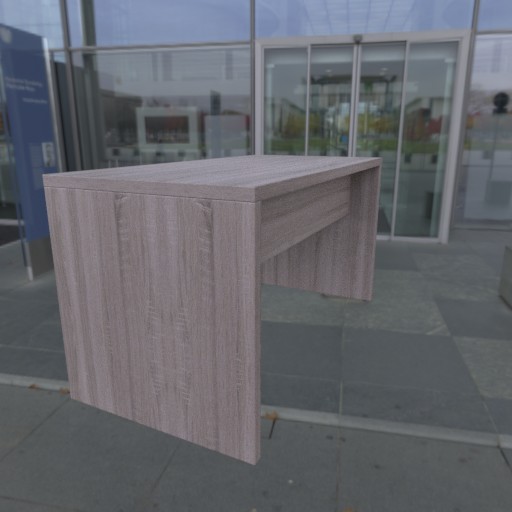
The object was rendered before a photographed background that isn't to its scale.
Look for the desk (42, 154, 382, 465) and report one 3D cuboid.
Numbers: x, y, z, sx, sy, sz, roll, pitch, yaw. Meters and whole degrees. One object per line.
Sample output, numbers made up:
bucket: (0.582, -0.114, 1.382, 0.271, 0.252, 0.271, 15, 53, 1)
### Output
desk: (0.000, 0.000, 1.826, 0.690, 0.745, 1.380, 8, 17, 26)
